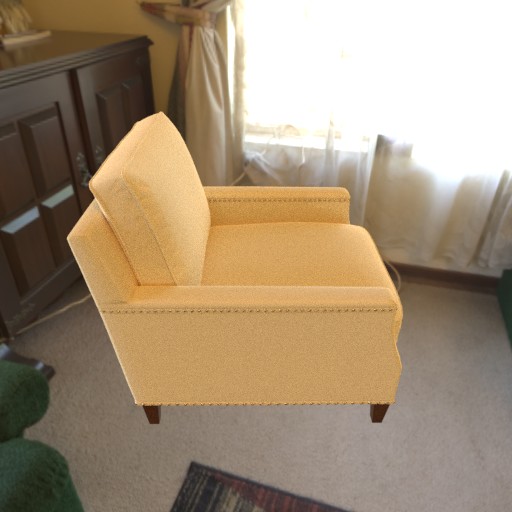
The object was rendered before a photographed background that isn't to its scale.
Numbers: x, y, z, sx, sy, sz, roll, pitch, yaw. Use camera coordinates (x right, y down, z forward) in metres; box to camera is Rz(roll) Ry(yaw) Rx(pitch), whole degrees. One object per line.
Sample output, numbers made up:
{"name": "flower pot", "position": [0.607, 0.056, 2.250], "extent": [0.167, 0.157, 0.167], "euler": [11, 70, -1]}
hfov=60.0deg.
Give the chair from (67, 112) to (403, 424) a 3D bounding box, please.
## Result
{"name": "chair", "position": [0.000, 0.000, 1.704], "extent": [1.014, 0.943, 0.853], "euler": [0, 32, 0]}
